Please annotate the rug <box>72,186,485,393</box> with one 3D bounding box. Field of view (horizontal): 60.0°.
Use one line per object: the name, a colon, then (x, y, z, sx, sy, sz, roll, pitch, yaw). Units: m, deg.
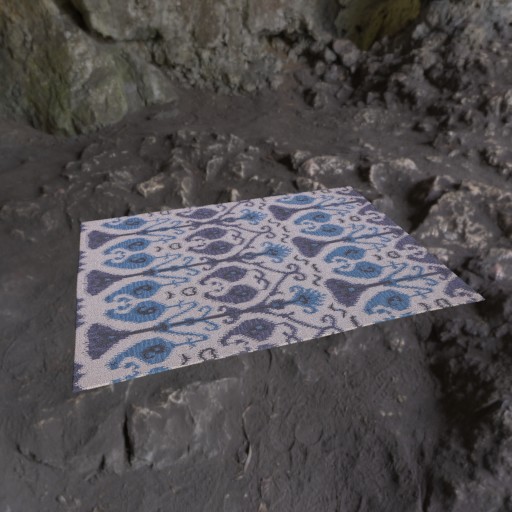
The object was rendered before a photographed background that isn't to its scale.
rug: (0.000, 0.000, 2.947, 2.261, 0.013, 1.676, -10, 34, -14)
